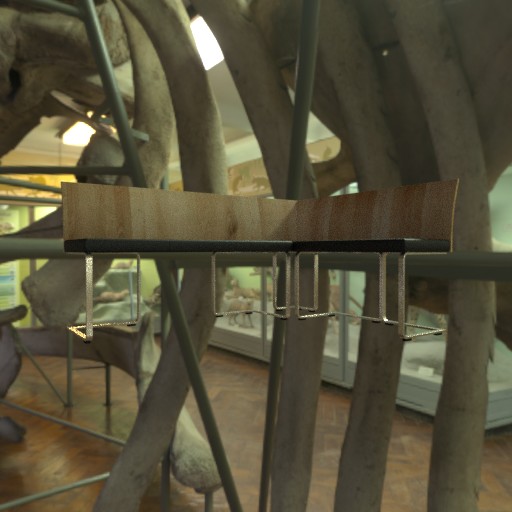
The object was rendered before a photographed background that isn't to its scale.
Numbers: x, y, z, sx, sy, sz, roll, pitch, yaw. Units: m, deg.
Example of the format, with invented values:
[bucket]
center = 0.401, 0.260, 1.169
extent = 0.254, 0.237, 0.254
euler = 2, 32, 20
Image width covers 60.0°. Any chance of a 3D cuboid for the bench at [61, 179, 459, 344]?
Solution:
[bench]
center = 0.000, 0.000, 2.731
extent = 1.945, 0.930, 1.495
euler = -1, 1, -35
